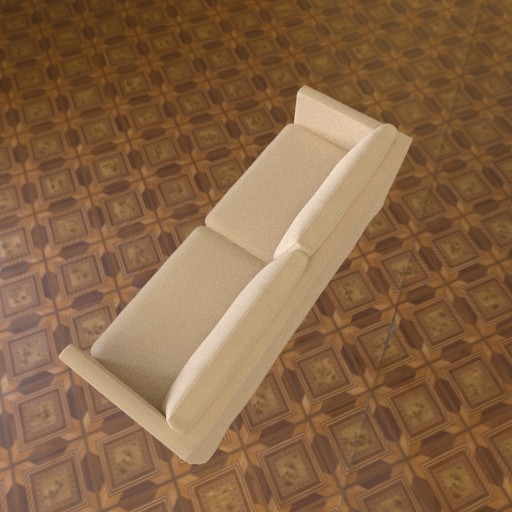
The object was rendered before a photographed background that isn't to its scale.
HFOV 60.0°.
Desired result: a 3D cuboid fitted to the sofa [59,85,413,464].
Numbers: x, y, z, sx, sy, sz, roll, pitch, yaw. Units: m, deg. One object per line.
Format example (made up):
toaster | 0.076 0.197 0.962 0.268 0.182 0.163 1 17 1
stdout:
sofa | 0.000 0.000 3.311 1.036 0.999 2.779 32 68 15
